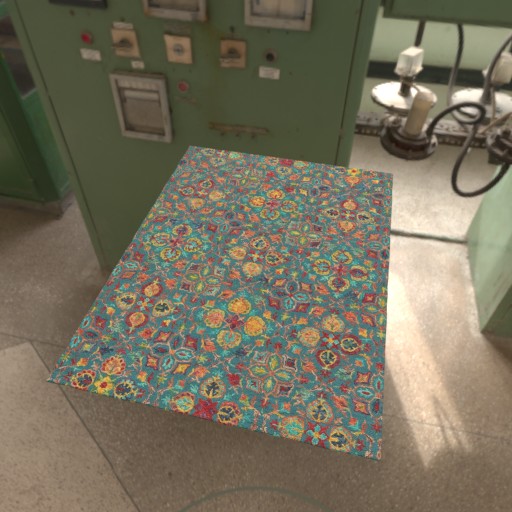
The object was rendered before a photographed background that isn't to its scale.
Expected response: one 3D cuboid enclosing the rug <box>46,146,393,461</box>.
[{"bbox_3d":[0.000,0.000,4.147,2.434,0.025,3.204,10,48,9],"label":"rug"}]
